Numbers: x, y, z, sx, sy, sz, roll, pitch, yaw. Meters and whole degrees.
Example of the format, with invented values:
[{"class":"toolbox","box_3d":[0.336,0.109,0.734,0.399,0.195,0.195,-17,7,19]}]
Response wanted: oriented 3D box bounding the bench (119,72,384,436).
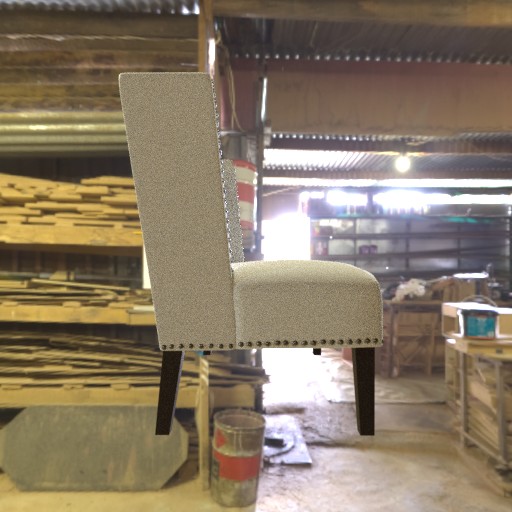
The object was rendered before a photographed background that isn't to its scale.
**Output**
[{"class":"bench","box_3d":[0.000,0.000,1.983,0.847,1.123,1.280,0,-1,0]}]
